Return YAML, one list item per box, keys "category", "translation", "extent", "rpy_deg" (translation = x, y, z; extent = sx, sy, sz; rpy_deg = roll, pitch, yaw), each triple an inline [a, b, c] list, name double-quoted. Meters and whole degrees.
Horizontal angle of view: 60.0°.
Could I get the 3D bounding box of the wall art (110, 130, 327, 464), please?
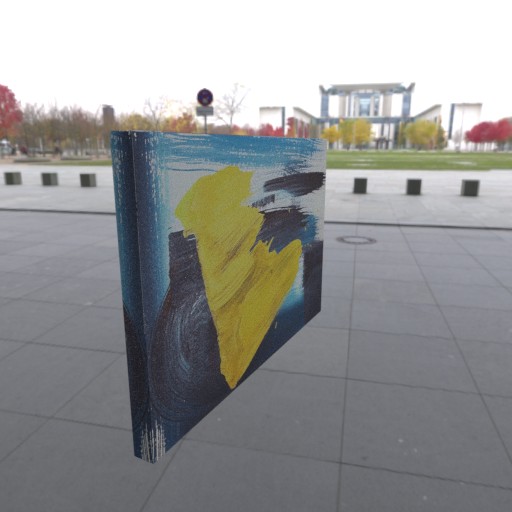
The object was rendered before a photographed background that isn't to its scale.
- category: "wall art"
  translation: [0.000, 0.000, 0.779]
  extent: [0.033, 0.406, 0.609]
  rpy_deg: [7, 16, 27]
